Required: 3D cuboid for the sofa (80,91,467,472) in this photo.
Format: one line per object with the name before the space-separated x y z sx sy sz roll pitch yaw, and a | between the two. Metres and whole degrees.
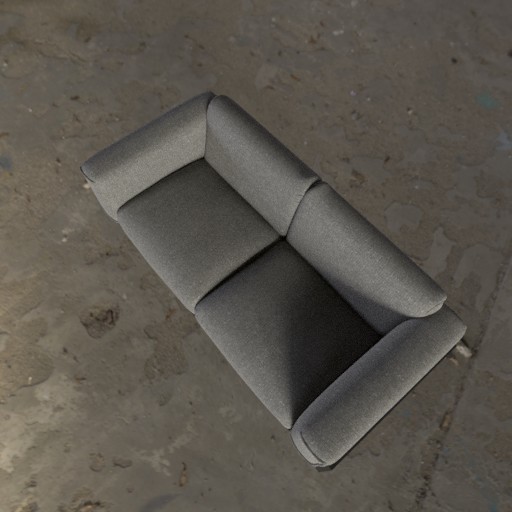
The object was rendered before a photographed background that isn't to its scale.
sofa | 0.000 0.000 2.537 0.985 0.703 2.125 -37 69 -17
